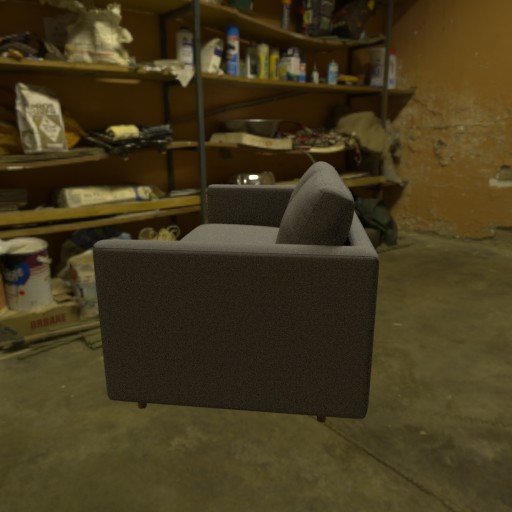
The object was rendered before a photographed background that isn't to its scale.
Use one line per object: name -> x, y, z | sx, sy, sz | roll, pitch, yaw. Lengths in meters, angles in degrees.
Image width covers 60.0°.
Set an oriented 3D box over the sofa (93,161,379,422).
sofa -> 0.000, 0.000, 2.208 | 0.940, 0.866, 1.713 | 2, 15, 7
